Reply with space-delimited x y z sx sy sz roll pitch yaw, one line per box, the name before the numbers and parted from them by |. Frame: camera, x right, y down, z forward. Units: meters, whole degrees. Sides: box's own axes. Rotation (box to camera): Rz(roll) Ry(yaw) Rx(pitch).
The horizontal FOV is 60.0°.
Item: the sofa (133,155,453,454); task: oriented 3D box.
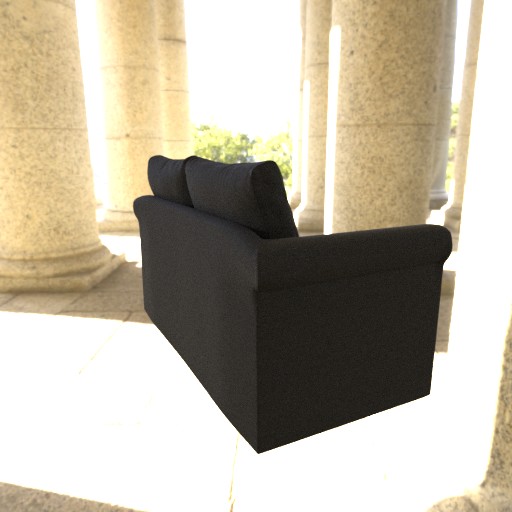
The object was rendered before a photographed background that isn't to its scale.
sofa | 0.000 0.000 1.963 0.741 0.872 1.460 -7 15 -27
